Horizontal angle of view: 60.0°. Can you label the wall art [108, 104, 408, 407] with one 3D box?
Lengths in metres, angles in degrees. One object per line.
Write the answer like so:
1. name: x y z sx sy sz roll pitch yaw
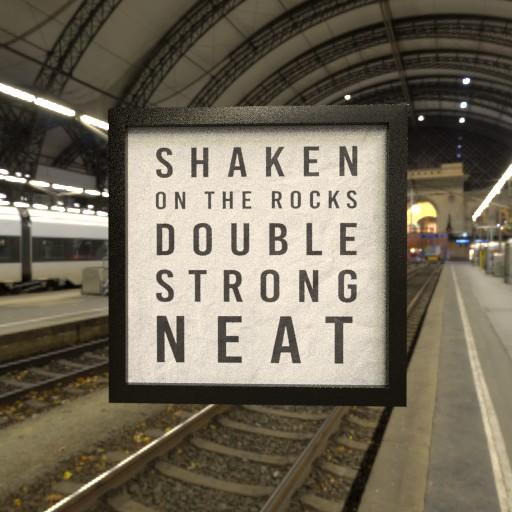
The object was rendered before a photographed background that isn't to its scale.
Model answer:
1. wall art: 0.000 0.000 0.524 0.349 0.349 0.014 0 0 2
